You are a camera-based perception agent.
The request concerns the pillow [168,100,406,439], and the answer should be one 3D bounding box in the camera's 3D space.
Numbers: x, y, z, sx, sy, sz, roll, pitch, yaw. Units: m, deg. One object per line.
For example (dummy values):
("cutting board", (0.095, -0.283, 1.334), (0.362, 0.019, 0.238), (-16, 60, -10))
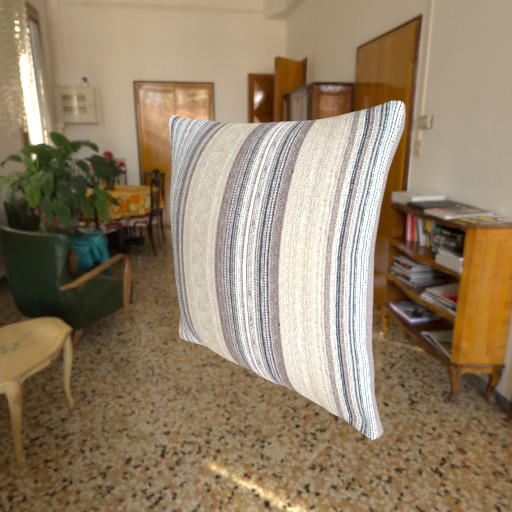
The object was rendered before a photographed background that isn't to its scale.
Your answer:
("pillow", (0.000, 0.000, 0.659), (0.189, 0.416, 0.435), (-14, 21, -43))
